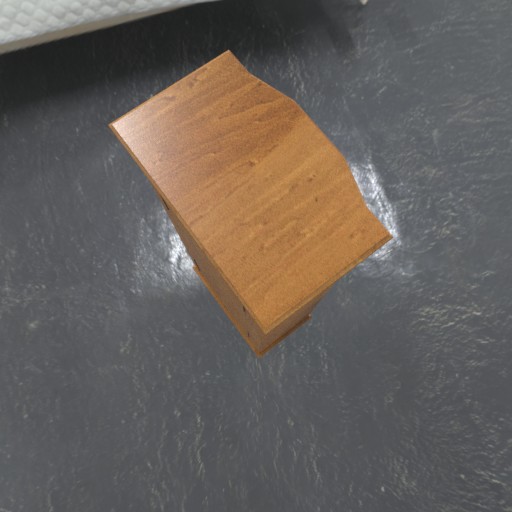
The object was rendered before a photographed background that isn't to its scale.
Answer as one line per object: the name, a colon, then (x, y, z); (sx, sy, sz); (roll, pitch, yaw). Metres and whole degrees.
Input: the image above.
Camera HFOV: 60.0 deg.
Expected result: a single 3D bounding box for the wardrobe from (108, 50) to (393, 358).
wardrobe: (0.000, 0.000, 1.127); (0.273, 0.959, 0.406); (-36, 77, -9)
